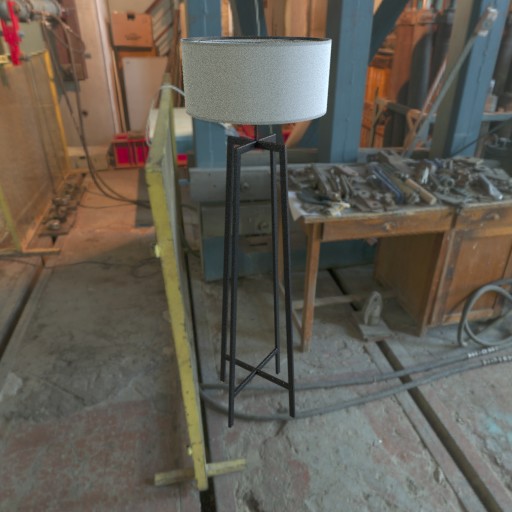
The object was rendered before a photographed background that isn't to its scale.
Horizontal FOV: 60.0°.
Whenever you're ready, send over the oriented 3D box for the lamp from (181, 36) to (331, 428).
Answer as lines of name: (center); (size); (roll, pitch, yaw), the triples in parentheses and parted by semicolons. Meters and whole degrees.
lamp: (0.000, 0.000, 1.717); (0.456, 1.510, 0.457); (18, 33, 29)
